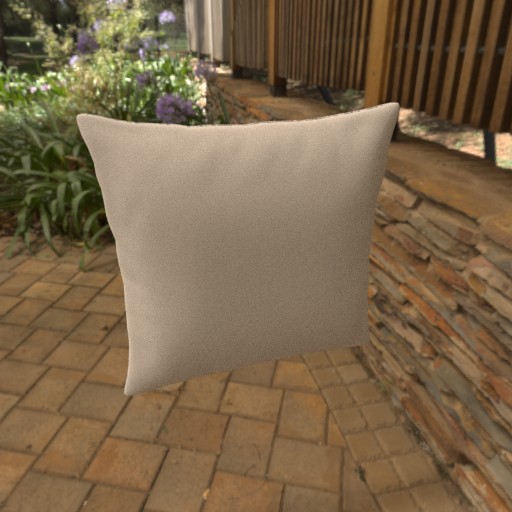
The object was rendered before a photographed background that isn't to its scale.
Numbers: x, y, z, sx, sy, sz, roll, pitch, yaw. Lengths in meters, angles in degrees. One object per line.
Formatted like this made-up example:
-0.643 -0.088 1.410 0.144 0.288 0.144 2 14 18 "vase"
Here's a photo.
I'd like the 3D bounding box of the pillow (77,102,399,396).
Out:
0.000 0.000 0.795 0.523 0.510 0.166 -8 26 -16 "pillow"
